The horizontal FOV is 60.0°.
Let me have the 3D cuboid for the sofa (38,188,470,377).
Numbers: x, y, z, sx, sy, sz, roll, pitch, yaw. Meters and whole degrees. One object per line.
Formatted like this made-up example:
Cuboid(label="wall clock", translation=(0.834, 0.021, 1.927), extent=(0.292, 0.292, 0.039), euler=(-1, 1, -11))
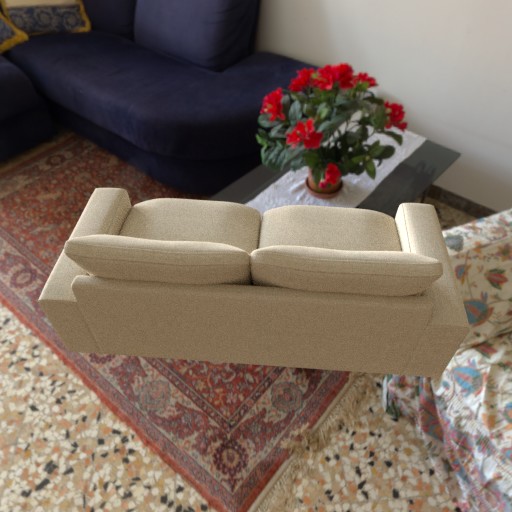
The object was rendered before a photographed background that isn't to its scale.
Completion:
Cuboid(label="sofa", translation=(0.000, 0.000, 2.759), extent=(2.299, 0.922, 1.040), euler=(3, 47, 3))
